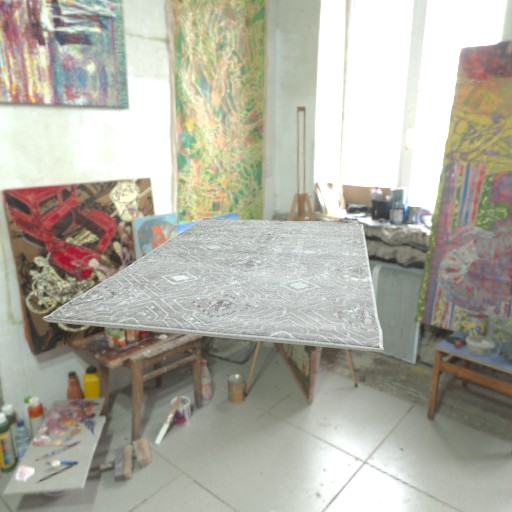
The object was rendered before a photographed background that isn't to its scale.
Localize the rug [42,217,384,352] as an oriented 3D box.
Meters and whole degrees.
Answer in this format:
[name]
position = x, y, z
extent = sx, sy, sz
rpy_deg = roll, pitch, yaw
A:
[rug]
position = 0.000, 0.000, 3.057
extent = 1.537, 0.036, 2.447
rpy_deg = 3, 16, 11
